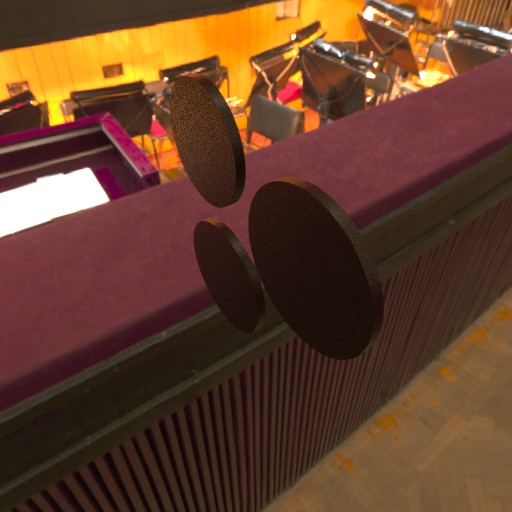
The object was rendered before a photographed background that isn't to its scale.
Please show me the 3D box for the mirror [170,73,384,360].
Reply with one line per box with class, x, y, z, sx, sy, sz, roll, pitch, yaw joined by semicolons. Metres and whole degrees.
mirror;0.000;0.000;3.103;0.076;2.096;2.160;-25;47;-25
